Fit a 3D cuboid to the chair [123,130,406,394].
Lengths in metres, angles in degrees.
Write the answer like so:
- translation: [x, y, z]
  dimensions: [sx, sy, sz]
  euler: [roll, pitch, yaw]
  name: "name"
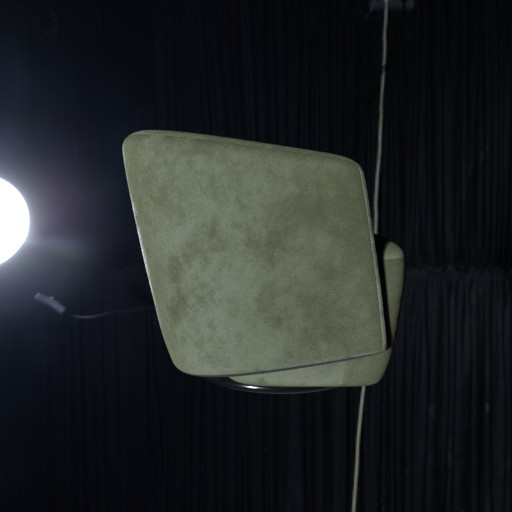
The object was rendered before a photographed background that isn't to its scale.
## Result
- translation: [0.000, 0.000, 1.379]
  dimensions: [0.767, 0.698, 0.773]
  euler: [0, 2, 1]
  name: "chair"
